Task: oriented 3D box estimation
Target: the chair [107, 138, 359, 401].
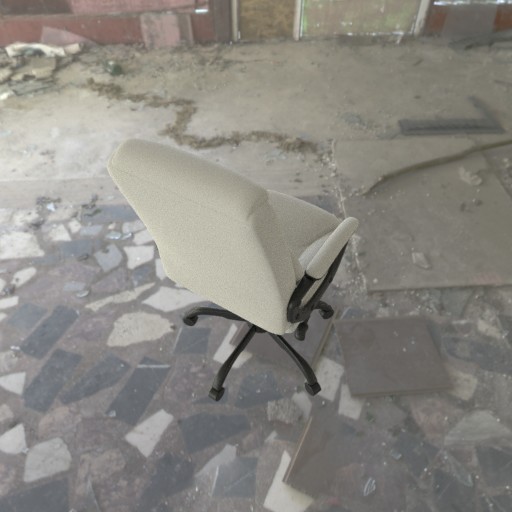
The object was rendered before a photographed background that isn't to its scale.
[{"bbox_3d":[0.000,0.000,1.484,0.663,1.065,0.669,25,51,22],"label":"chair"}]
